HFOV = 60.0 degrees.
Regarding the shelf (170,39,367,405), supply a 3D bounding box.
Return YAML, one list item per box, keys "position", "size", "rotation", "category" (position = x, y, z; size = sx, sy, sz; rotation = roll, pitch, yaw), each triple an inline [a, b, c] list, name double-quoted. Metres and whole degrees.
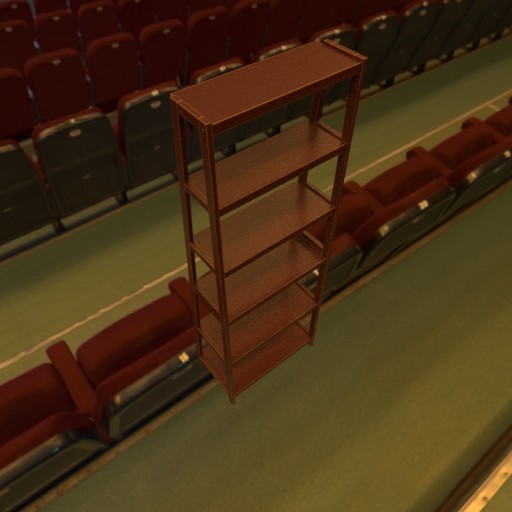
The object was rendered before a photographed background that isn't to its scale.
- position: [0.000, 0.000, 2.164]
  size: [0.660, 1.892, 0.381]
  rotation: [-31, 55, -24]
  category: "shelf"
